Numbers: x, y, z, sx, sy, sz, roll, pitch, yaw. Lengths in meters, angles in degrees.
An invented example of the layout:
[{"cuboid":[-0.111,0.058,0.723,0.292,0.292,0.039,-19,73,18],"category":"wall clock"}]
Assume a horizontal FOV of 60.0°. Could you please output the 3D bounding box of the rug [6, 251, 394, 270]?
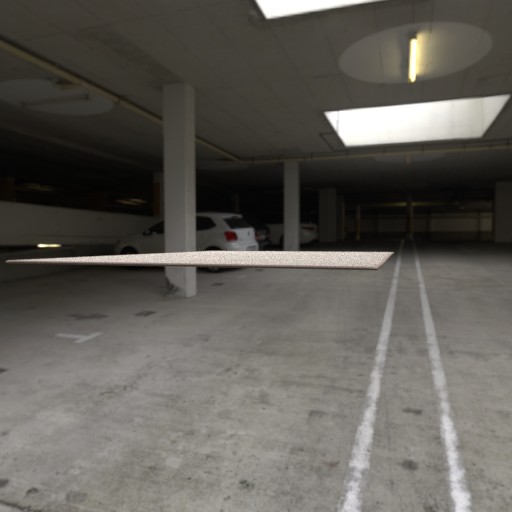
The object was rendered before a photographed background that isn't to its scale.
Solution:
[{"cuboid":[0.000,0.000,2.613,1.517,0.013,2.115,1,2,19],"category":"rug"}]
